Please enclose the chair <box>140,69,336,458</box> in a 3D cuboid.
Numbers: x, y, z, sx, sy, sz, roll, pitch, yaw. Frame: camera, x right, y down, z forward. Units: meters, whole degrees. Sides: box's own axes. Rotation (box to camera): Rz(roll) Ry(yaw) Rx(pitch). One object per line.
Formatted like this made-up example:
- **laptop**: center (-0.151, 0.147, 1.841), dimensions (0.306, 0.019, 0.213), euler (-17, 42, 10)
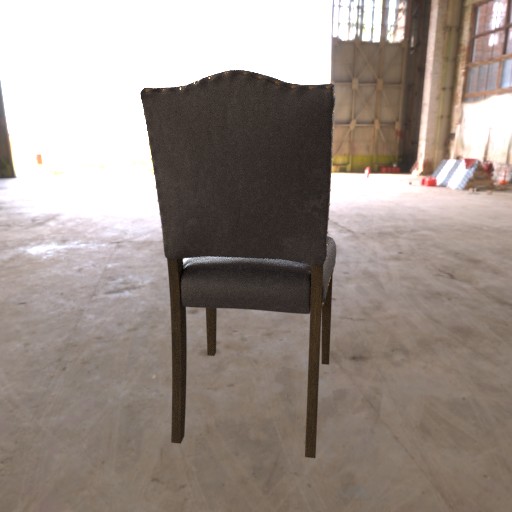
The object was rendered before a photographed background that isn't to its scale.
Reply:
- **chair**: center (0.000, 0.000, 1.361), dimensions (0.500, 0.991, 0.633), euler (2, 15, 9)
